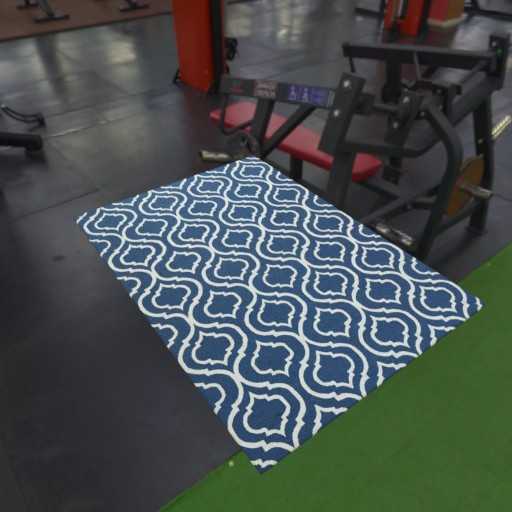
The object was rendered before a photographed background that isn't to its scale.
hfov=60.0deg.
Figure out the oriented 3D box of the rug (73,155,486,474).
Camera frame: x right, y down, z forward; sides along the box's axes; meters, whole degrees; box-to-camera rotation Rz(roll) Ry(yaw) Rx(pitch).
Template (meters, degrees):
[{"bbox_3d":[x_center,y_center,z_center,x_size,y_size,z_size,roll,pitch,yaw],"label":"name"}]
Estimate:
[{"bbox_3d":[0.000,0.000,2.705,1.524,0.010,2.134,-25,46,-27],"label":"rug"}]
